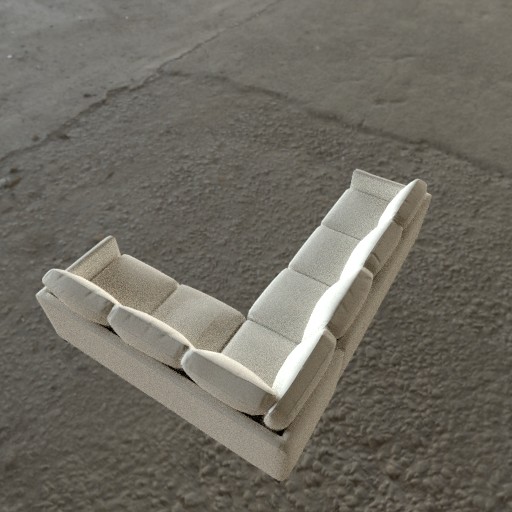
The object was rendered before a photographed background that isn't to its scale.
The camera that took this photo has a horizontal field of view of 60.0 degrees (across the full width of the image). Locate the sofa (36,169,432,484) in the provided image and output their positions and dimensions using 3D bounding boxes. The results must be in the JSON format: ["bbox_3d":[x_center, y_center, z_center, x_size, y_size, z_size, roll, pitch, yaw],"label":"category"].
[{"bbox_3d":[0.000,0.000,4.543,2.593,0.947,3.302,25,51,21],"label":"sofa"}]
